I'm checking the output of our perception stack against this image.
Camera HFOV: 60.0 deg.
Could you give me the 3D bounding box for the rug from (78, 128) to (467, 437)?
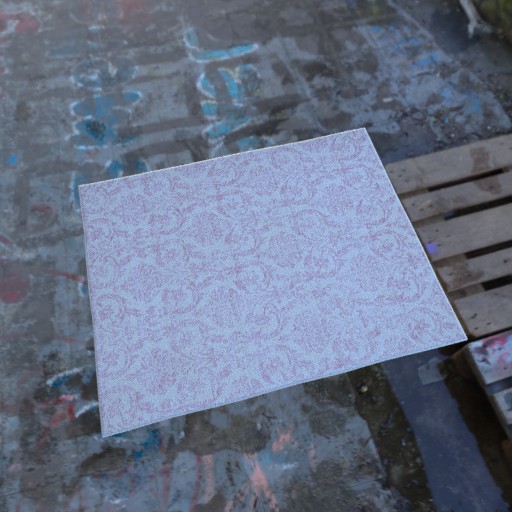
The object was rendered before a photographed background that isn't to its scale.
[{"bbox_3d":[0.000,0.000,3.988,2.980,0.012,2.363,-13,64,-7],"label":"rug"}]
